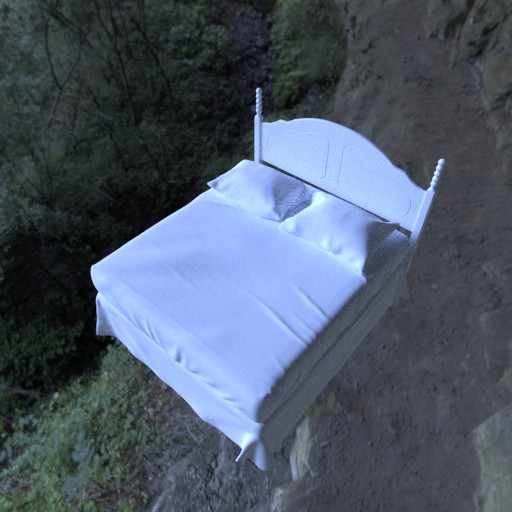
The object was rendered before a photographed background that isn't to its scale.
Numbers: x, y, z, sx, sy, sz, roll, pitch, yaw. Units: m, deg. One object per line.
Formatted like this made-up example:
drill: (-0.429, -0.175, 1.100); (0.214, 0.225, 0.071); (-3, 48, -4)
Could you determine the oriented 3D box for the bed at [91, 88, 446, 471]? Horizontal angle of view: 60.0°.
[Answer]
bed: (0.000, 0.000, 3.260); (1.873, 1.356, 2.040); (32, 54, 27)
